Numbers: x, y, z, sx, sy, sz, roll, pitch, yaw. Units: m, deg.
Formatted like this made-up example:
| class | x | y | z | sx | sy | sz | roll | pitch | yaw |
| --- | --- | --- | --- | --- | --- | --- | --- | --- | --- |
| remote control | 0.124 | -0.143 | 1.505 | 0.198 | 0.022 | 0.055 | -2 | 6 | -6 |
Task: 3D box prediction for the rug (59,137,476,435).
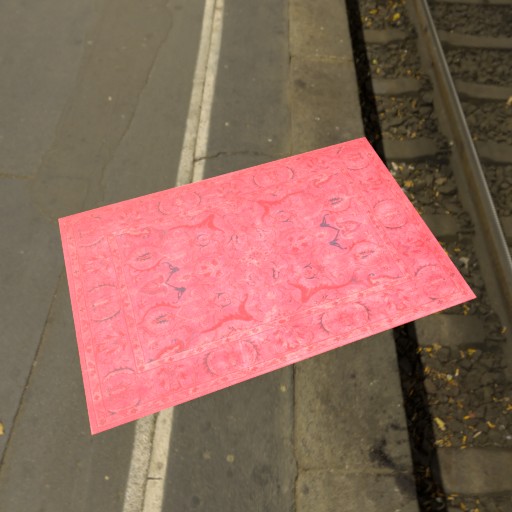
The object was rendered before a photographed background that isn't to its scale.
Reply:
| class | x | y | z | sx | sy | sz | roll | pitch | yaw |
| --- | --- | --- | --- | --- | --- | --- | --- | --- | --- |
| rug | 0.000 | 0.000 | 2.977 | 2.423 | 0.010 | 1.534 | -17 | 60 | -10 |
